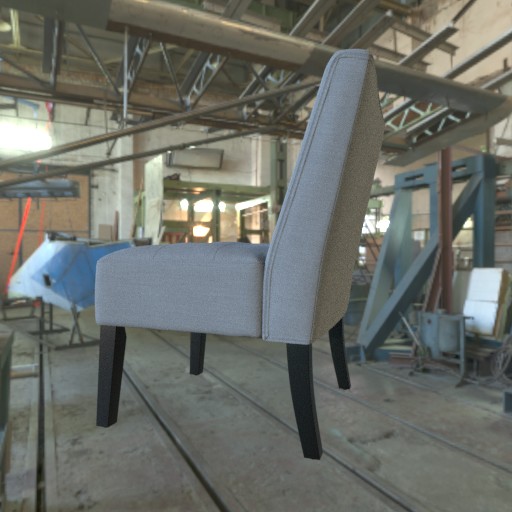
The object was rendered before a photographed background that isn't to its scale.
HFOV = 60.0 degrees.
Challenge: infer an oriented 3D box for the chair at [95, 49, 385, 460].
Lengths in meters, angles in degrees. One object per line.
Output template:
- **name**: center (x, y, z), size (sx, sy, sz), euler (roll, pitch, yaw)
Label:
- **chair**: center (0.000, 0.000, 1.246), size (0.676, 0.853, 0.569), euler (0, 0, 19)
